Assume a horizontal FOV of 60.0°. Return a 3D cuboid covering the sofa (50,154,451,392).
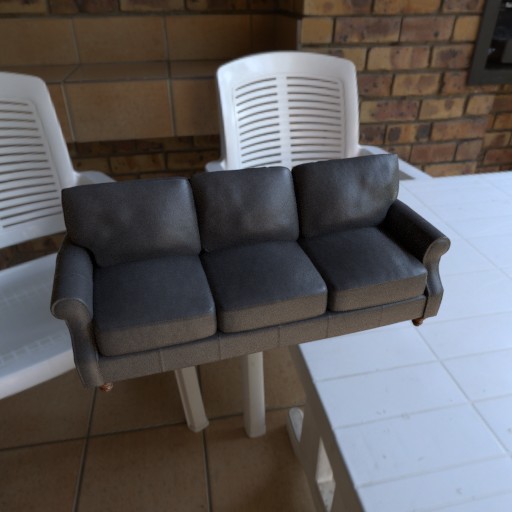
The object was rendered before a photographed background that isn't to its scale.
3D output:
[{"bbox_3d":[0.000,0.000,2.842,2.387,0.977,0.974,-9,33,-14],"label":"sofa"}]
